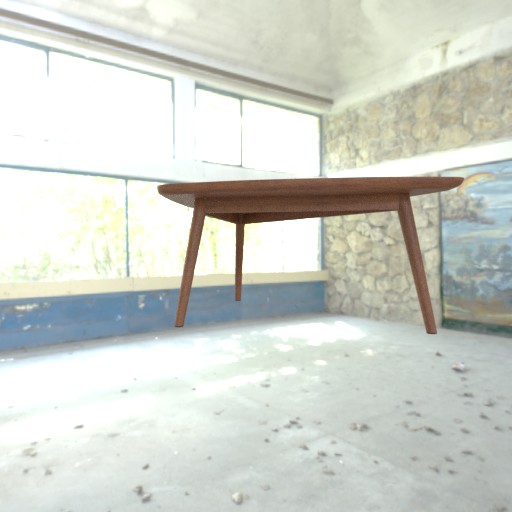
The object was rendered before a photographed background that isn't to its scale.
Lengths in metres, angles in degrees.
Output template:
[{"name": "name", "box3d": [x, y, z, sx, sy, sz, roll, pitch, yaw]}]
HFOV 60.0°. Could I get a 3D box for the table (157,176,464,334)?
[{"name": "table", "box3d": [0.000, 0.000, 1.293, 0.601, 0.365, 1.008, 0, 1, -35]}]
